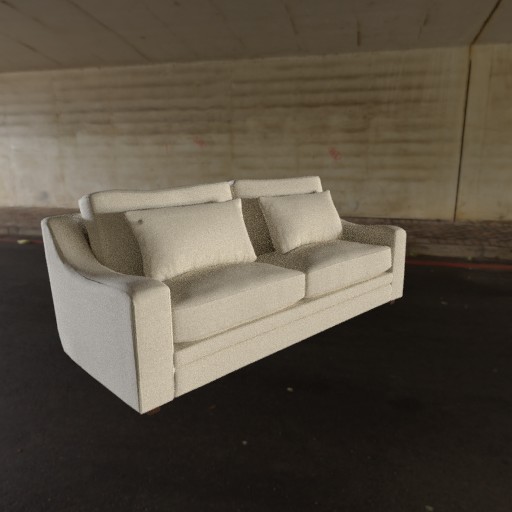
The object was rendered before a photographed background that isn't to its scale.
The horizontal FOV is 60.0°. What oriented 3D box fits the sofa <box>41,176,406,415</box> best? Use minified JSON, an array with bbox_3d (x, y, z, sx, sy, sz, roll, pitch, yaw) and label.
[{"bbox_3d":[0.000,0.000,3.083,2.470,1.022,1.009,-13,18,-43],"label":"sofa"}]
